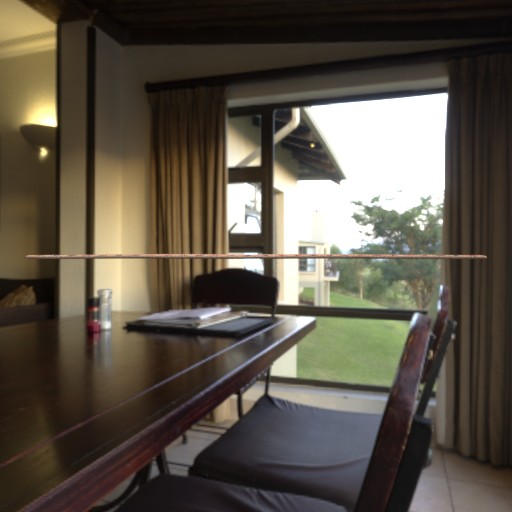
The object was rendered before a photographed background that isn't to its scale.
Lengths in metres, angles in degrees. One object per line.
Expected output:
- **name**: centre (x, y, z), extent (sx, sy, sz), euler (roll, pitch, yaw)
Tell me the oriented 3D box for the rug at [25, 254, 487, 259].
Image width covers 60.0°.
- **rug**: centre (0.000, 0.000, 3.108), extent (2.464, 0.023, 1.521), euler (0, 0, 0)
